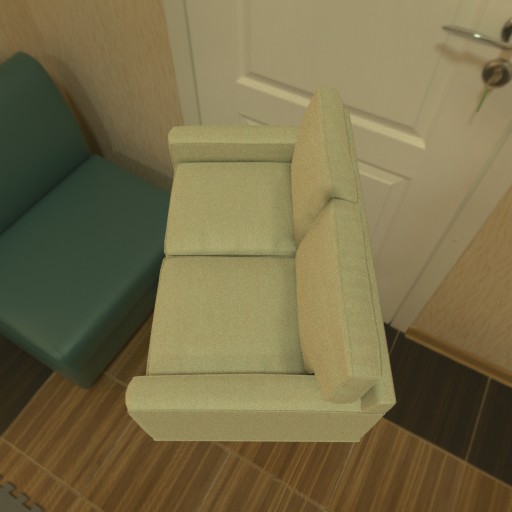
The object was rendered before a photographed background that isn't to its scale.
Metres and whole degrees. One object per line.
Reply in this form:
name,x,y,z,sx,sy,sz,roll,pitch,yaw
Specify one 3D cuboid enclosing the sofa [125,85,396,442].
sofa,0.000,0.000,2.064,0.942,0.853,1.484,0,57,0
